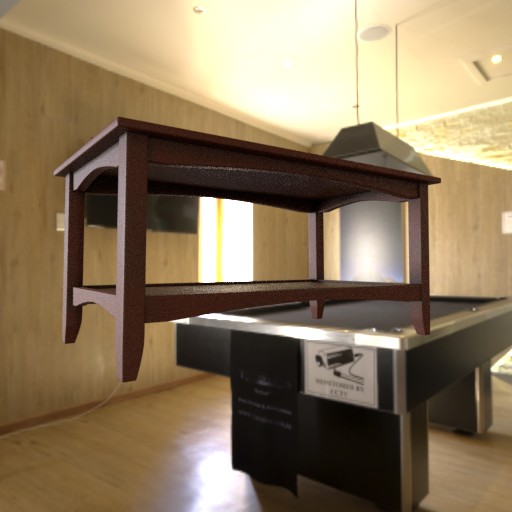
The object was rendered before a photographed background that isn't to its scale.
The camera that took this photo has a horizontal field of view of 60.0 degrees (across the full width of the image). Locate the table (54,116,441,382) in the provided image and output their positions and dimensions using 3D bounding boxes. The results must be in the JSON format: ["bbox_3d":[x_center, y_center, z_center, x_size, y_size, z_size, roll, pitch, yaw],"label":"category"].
[{"bbox_3d":[0.000,0.000,1.230,0.943,0.456,0.533,1,-1,-35],"label":"table"}]
